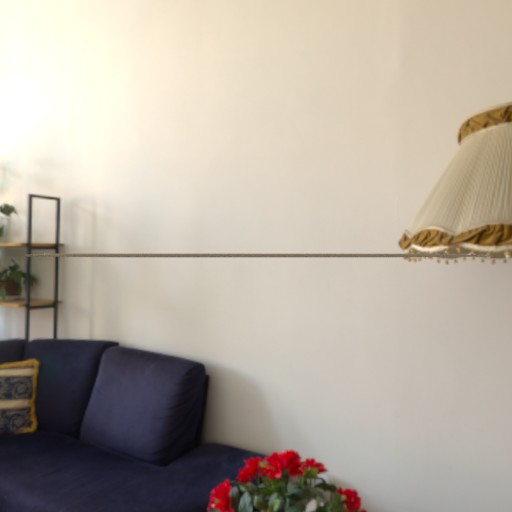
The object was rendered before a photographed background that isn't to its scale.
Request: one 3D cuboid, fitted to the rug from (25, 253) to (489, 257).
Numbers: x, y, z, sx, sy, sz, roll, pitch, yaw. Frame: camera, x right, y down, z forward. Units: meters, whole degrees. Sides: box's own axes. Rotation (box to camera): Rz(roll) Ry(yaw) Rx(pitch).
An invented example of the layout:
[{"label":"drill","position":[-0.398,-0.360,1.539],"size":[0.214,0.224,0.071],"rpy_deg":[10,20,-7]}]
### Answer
[{"label":"rug","position":[0.000,0.000,2.362],"size":[1.872,0.013,1.243],"rpy_deg":[0,0,-2]}]
